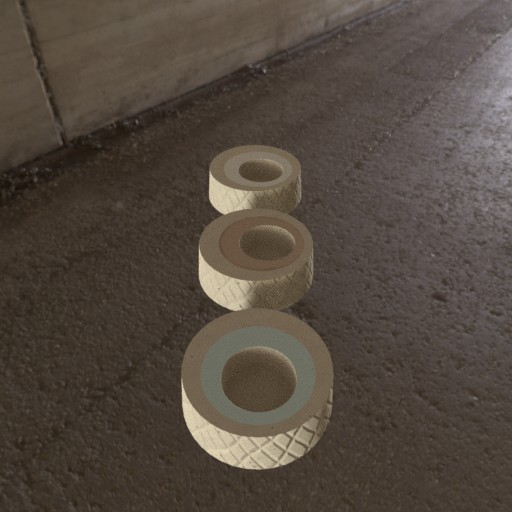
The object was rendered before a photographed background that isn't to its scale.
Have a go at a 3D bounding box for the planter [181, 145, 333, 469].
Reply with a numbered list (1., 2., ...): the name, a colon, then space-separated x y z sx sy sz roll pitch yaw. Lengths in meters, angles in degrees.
1. planter: 0.000 0.000 0.430 0.114 0.038 0.390 0 41 0
